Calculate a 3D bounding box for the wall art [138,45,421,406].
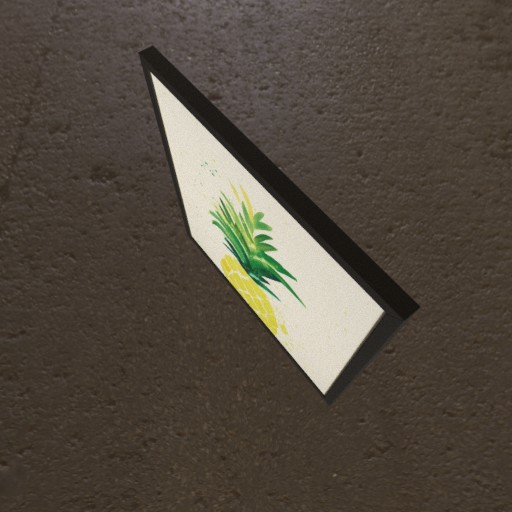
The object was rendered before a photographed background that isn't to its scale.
[{"bbox_3d":[0.000,0.000,1.142,0.037,0.760,0.762,-35,67,-17],"label":"wall art"}]
